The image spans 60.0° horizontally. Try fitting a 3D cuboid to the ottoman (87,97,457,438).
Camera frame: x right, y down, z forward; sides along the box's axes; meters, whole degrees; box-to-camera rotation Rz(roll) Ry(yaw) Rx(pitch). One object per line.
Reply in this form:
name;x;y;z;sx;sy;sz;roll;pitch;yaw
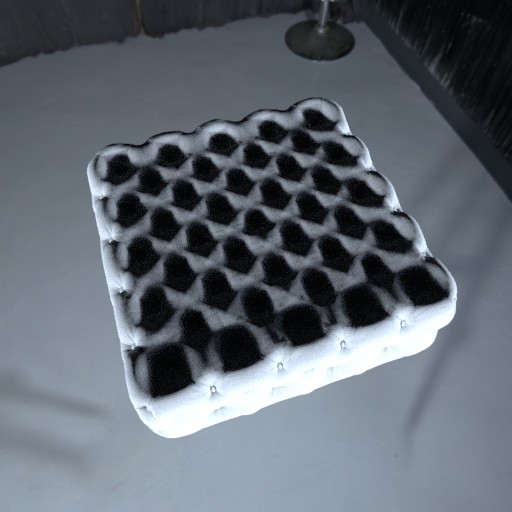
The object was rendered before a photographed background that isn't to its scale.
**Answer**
ottoman;0.000;0.000;1.208;0.758;0.365;0.764;-17;59;-10
